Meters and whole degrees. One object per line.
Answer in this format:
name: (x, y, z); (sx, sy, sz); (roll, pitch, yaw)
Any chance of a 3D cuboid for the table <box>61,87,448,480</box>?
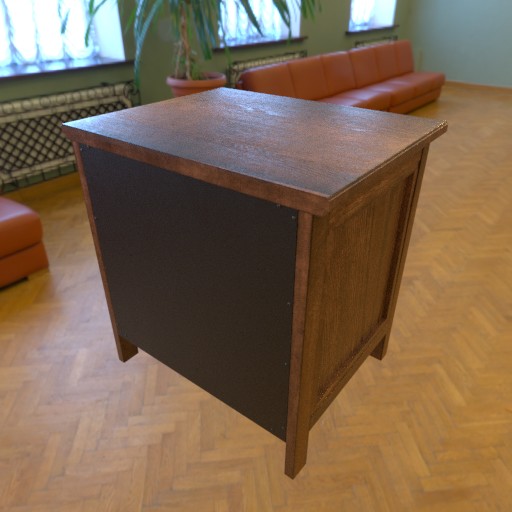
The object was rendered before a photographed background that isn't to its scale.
table: (0.000, 0.000, 1.000); (0.586, 0.597, 0.461); (22, 37, 32)
